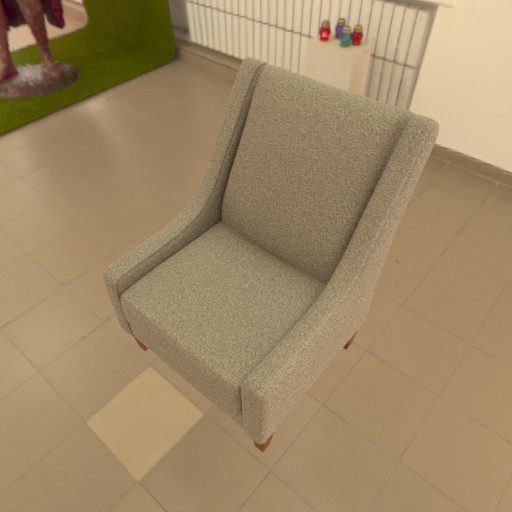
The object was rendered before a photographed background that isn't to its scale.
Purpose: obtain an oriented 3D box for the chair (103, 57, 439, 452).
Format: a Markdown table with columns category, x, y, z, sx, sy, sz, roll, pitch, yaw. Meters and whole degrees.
| category | x | y | z | sx | sy | sz | roll | pitch | yaw |
| --- | --- | --- | --- | --- | --- | --- | --- | --- | --- |
| chair | 0.000 | 0.000 | 1.619 | 0.774 | 1.016 | 0.870 | 31 | 53 | 27 |
